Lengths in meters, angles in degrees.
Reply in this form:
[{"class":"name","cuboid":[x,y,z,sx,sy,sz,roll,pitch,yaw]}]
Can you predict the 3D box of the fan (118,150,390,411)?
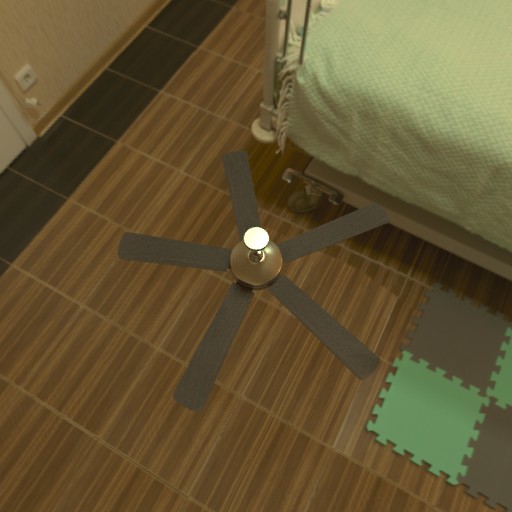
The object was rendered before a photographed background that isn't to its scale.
[{"class":"fan","cuboid":[0.000,0.000,2.017,1.321,0.356,1.321,0,65,0]}]
